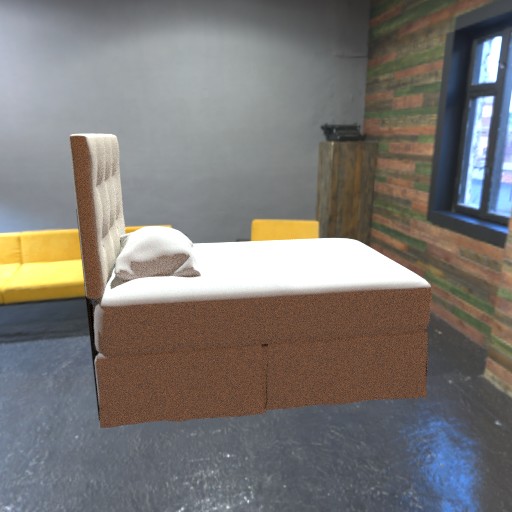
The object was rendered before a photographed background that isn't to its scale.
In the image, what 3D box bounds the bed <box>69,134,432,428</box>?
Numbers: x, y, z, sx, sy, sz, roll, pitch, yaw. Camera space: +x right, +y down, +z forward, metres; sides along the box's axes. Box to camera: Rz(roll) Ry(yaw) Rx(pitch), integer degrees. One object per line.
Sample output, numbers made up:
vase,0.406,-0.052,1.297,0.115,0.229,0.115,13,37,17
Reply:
bed,0.000,0.000,2.958,1.997,1.571,1.261,-3,15,-10
